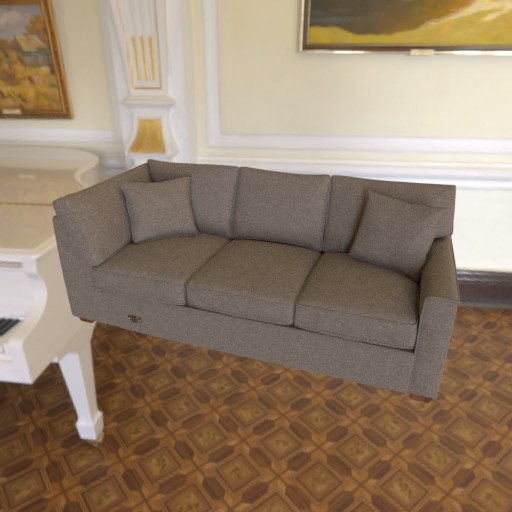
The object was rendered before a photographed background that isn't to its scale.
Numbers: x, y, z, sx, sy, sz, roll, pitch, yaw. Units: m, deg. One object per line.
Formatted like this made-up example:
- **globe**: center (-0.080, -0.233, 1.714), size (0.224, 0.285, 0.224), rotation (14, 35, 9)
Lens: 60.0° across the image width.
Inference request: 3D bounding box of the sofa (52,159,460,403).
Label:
- **sofa**: center (0.000, 0.000, 2.838), size (2.317, 0.962, 1.061), rotation (9, 26, 18)
